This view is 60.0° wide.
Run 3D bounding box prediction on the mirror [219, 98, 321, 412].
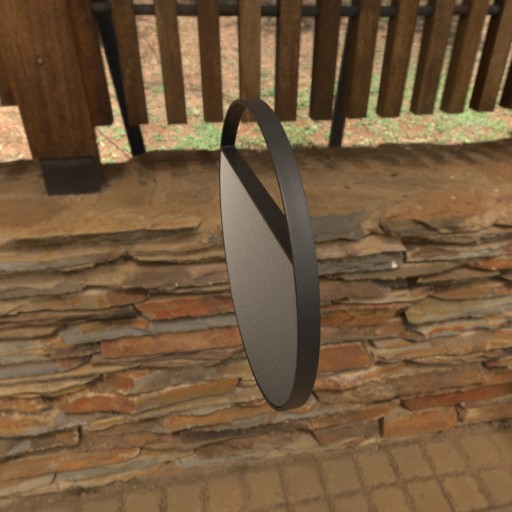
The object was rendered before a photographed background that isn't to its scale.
[{"bbox_3d":[0.000,0.000,0.844,0.032,0.565,0.565,-8,32,-13],"label":"mirror"}]
